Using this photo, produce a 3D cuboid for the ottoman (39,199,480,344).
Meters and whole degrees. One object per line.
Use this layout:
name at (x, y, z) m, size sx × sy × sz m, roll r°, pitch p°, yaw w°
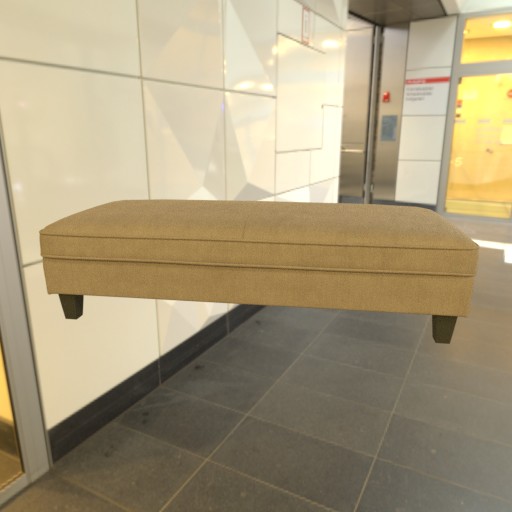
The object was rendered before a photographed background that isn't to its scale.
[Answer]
ottoman at (0.000, 0.000, 2.096) m, size 1.764 × 0.470 × 0.751 m, roll 2°, pitch 16°, yaw 8°
